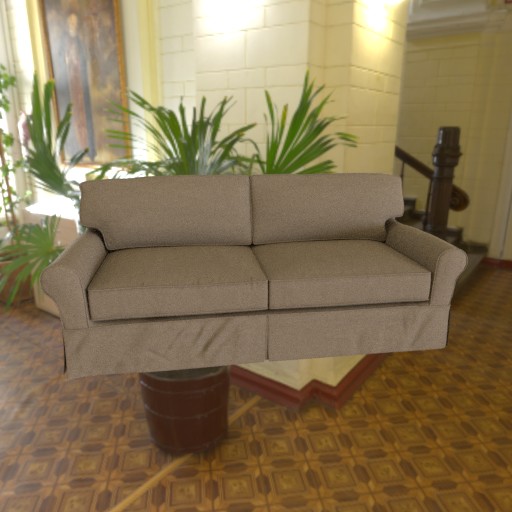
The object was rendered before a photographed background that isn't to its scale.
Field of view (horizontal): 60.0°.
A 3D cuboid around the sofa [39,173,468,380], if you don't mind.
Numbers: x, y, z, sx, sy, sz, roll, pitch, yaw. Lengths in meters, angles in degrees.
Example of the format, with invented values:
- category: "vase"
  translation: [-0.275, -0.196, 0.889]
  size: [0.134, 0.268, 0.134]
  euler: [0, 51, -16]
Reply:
- category: "sofa"
  translation: [0.000, 0.000, 2.729]
  size: [2.248, 0.943, 0.991]
  euler: [-2, 16, -8]
